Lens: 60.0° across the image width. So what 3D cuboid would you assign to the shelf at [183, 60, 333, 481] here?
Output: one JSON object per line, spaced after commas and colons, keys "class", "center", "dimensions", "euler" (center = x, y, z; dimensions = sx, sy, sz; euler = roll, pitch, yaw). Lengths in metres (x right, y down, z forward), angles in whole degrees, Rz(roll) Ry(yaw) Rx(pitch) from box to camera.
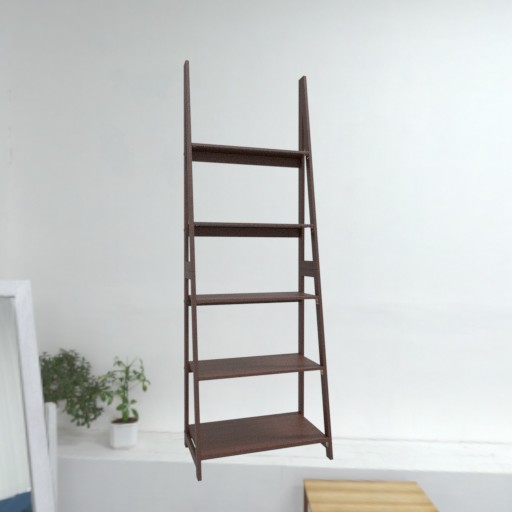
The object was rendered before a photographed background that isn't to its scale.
{"class": "shelf", "center": [0.000, 0.000, 1.995], "dimensions": [0.600, 1.770, 0.350], "euler": [0, 1, -18]}
